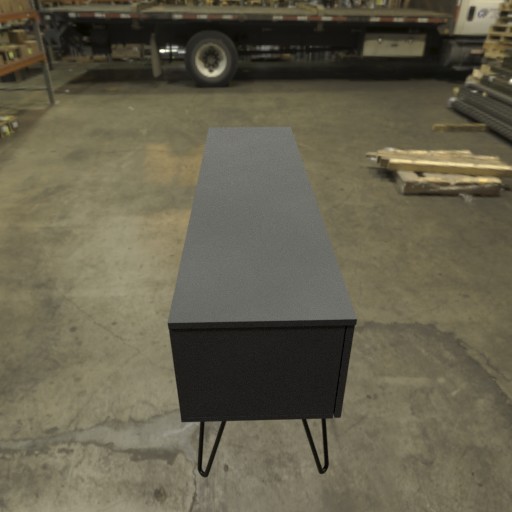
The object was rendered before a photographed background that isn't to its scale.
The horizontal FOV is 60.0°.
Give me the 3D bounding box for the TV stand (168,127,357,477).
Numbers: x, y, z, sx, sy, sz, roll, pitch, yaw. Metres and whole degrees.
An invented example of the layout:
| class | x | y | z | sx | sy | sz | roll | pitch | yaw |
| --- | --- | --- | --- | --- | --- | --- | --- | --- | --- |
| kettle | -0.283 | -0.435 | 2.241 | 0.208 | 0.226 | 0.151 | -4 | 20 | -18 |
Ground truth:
| class | x | y | z | sx | sy | sz | roll | pitch | yaw |
| --- | --- | --- | --- | --- | --- | --- | --- | --- | --- |
| TV stand | 0.000 | 0.000 | 1.642 | 0.400 | 0.560 | 1.400 | -1 | 32 | -1 |
